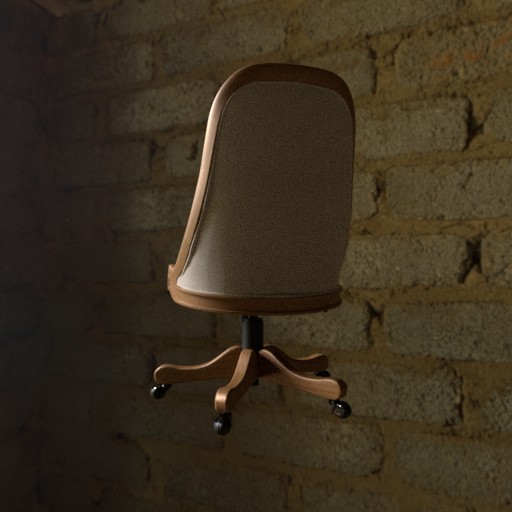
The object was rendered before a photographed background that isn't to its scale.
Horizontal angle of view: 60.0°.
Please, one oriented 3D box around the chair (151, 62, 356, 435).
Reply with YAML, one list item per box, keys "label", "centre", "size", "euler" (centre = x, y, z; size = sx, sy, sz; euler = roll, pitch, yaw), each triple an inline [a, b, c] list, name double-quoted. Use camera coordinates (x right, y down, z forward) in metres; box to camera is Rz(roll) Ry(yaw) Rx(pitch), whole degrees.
- label: "chair"
  centre: [0.000, 0.000, 1.539]
  size: [0.702, 1.009, 0.811]
  euler: [0, -1, -15]
